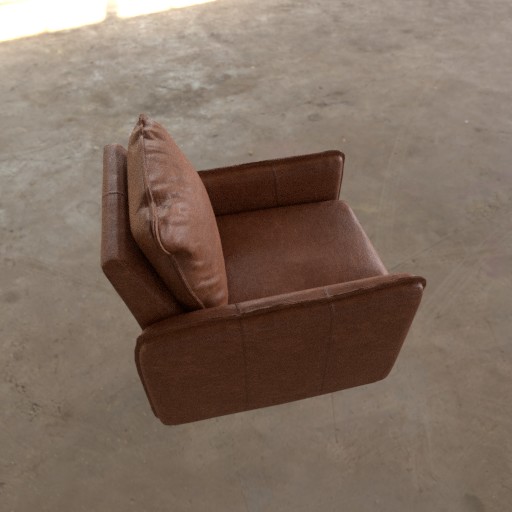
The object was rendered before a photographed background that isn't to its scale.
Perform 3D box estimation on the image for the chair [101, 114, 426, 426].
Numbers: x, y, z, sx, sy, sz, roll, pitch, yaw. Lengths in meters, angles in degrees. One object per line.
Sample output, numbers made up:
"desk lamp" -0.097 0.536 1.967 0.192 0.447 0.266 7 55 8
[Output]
"chair" 0.000 0.000 1.608 0.922 0.922 0.830 -9 47 -9
